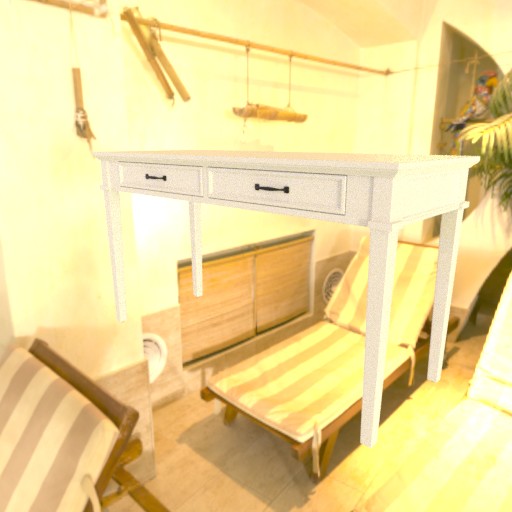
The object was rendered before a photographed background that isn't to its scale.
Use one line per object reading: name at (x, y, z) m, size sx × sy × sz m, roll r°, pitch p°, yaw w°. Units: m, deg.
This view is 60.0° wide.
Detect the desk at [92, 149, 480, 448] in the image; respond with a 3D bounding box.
desk at (0.000, 0.000, 1.719) m, size 1.372 × 0.774 × 0.559 m, roll 13°, pitch 20°, yaw 41°
